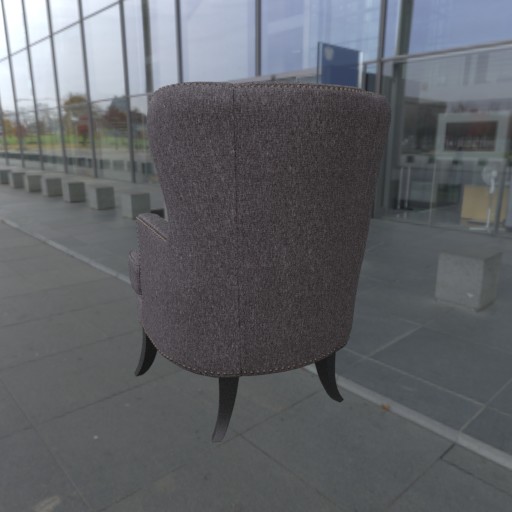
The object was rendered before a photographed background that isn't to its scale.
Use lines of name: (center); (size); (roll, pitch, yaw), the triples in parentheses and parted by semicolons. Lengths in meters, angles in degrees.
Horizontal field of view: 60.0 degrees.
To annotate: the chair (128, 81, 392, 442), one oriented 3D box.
chair: (0.000, 0.000, 1.544); (0.759, 1.060, 0.758); (-7, 16, -26)
